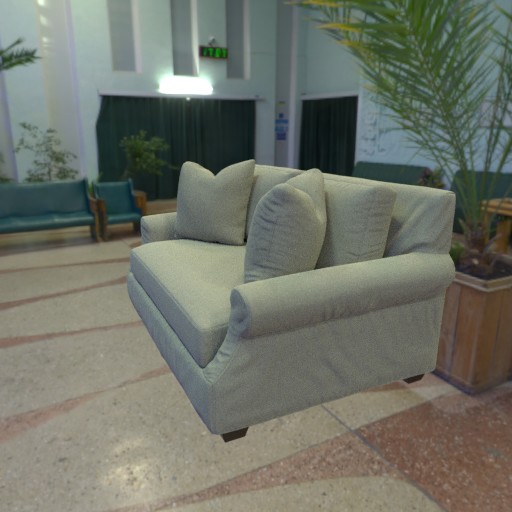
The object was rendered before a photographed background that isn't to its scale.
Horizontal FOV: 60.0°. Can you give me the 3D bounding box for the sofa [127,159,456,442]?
[{"bbox_3d":[0.000,0.000,2.207,1.070,0.905,1.550,-8,17,-25],"label":"sofa"}]
